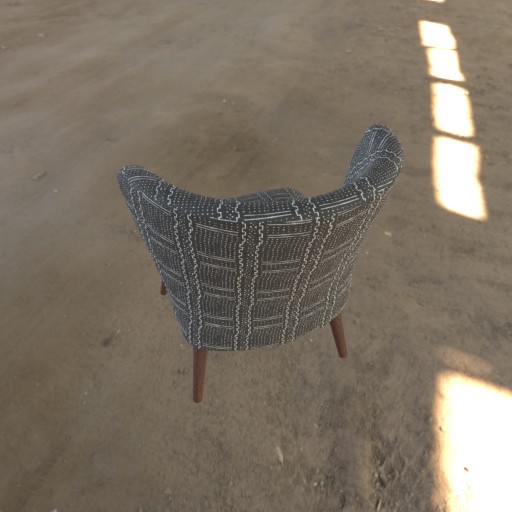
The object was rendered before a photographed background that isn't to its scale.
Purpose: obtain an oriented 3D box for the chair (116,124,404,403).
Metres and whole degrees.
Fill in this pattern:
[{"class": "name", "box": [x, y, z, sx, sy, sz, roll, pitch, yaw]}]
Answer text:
[{"class": "chair", "box": [0.000, 0.000, 1.391, 0.710, 0.866, 0.758, -13, 43, -14]}]
